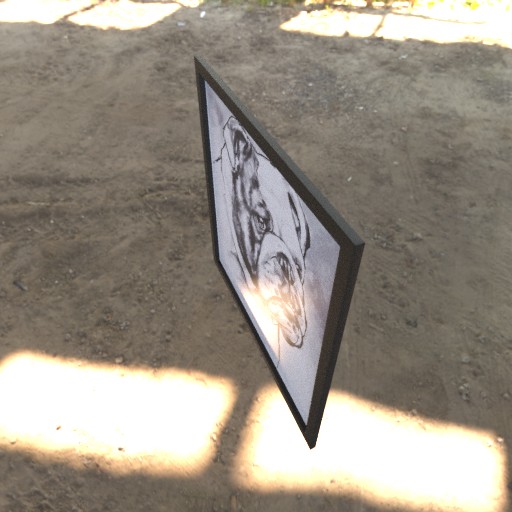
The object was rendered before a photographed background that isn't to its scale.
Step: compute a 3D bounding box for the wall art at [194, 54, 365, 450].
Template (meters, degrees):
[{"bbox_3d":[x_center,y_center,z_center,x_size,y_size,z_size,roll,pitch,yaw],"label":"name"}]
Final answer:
[{"bbox_3d":[0.000,0.000,1.005,0.016,0.659,0.663,-17,48,-16],"label":"wall art"}]
